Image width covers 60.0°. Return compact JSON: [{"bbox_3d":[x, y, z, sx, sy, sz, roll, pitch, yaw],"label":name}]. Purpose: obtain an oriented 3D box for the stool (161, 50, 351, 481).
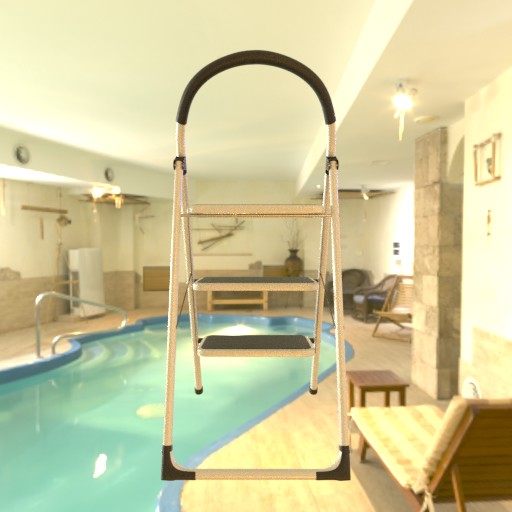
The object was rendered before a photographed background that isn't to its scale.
[{"bbox_3d":[0.000,0.000,1.421,0.485,1.109,0.676,0,2,0],"label":"stool"}]
